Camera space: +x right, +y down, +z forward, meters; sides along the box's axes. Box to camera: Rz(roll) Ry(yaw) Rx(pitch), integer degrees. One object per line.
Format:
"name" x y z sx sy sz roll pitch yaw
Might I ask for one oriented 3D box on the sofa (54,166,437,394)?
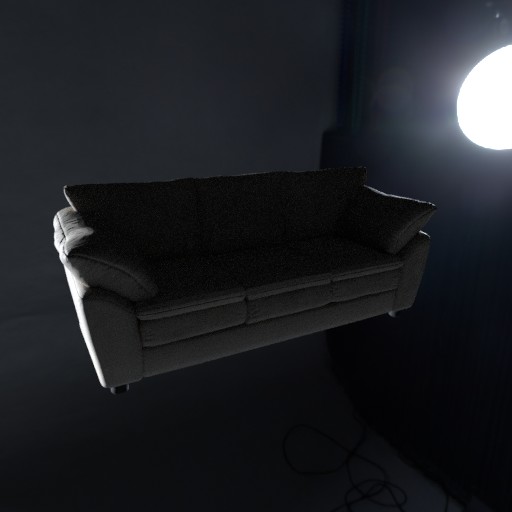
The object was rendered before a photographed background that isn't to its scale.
"sofa" 0.000 0.000 2.849 2.334 0.996 0.878 -9 19 -27
